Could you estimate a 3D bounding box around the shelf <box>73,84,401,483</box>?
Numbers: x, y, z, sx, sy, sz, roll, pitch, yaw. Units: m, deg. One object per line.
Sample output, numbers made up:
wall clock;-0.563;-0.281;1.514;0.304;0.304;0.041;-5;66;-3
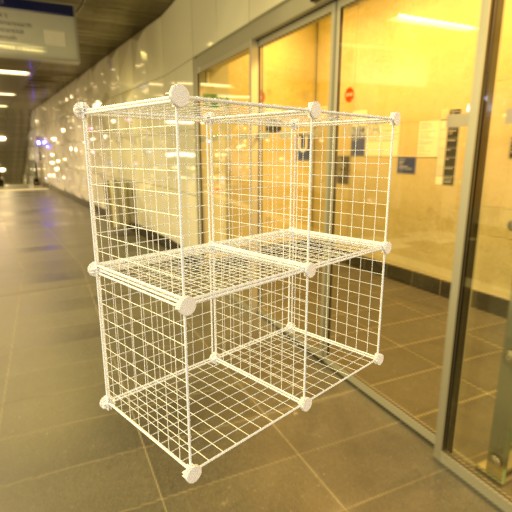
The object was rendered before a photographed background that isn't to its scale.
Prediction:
shelf;0.000;0.000;1.115;0.711;0.711;0.356;-13;18;-43
